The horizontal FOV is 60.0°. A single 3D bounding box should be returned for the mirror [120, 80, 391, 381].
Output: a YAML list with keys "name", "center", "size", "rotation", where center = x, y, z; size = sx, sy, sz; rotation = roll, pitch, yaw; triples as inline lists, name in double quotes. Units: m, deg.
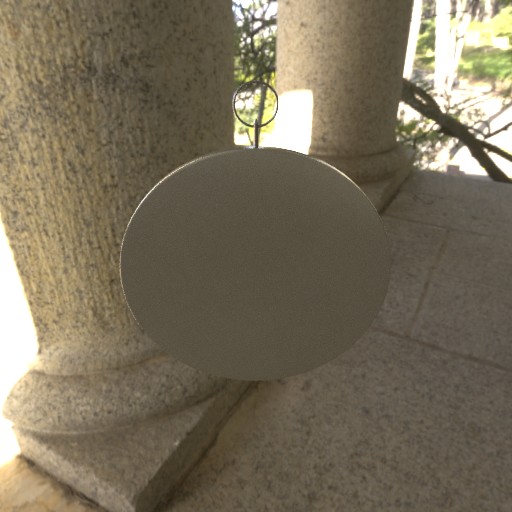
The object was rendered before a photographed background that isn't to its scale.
- name: "mirror"
  center: [0.000, 0.000, 0.960]
  size: [0.594, 0.713, 0.020]
  rotation: [0, 29, -1]
